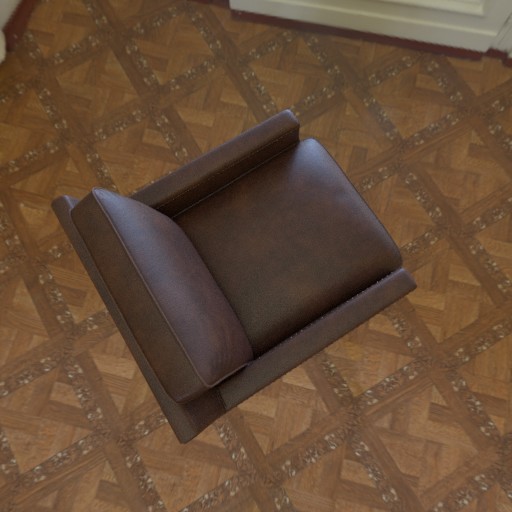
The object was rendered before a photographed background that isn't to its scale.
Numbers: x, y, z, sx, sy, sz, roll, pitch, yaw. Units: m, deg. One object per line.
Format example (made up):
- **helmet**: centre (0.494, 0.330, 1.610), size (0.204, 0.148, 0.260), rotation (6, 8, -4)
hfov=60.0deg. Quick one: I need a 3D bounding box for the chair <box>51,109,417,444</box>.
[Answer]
- **chair**: centre (0.000, 0.000, 1.696), size (1.014, 0.929, 0.853), rotation (-31, 78, -8)
